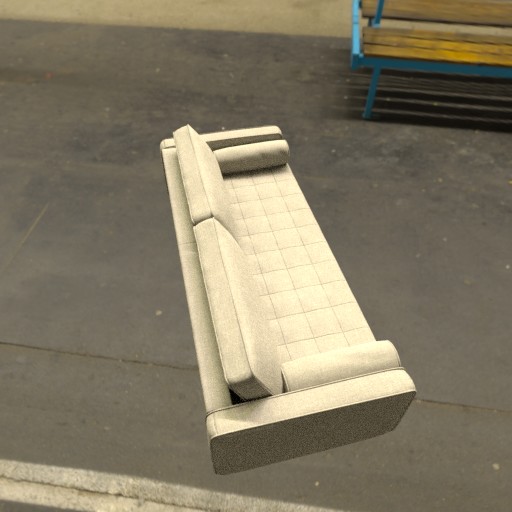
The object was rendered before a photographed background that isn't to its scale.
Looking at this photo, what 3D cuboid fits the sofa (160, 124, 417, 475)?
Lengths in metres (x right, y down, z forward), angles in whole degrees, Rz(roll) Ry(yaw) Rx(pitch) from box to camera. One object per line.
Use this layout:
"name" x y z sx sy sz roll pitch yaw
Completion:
"sofa" 0.000 0.000 2.651 0.914 0.762 2.211 -10 47 -9
